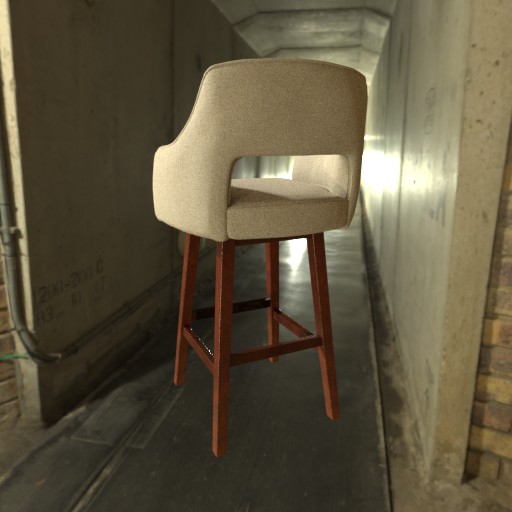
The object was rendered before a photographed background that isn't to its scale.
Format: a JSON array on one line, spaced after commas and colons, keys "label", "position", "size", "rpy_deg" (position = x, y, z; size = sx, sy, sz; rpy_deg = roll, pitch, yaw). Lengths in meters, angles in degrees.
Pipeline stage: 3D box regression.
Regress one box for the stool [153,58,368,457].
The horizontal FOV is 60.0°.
[{"label": "stool", "position": [0.000, 0.000, 1.360], "size": [0.550, 1.041, 0.560], "rpy_deg": [-7, 17, -25]}]
